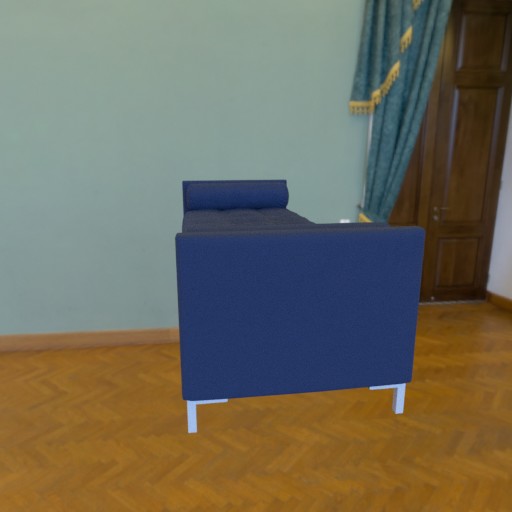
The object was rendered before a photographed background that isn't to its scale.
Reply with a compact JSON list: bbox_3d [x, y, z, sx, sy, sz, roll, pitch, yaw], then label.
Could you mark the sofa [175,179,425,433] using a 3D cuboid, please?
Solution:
[{"bbox_3d":[0.000,0.000,2.387,0.797,0.657,2.102,-2,14,-8],"label":"sofa"}]
